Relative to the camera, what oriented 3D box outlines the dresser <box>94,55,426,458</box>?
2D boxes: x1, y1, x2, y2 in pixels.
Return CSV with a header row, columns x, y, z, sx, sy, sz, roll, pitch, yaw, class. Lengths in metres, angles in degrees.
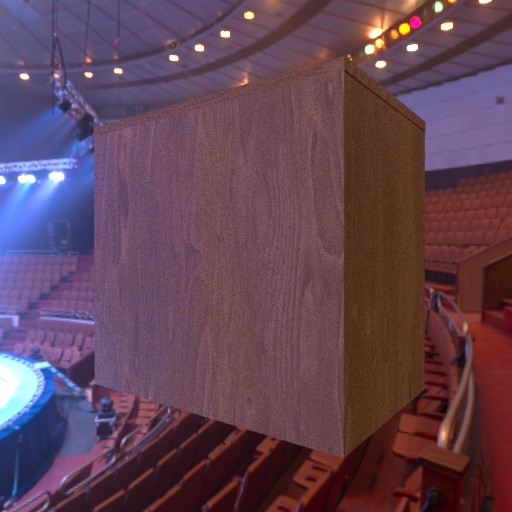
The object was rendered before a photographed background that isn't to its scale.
x,y,z,sx,sy,sz,roll,pitch,yaw,class
0.000,0.000,1.292,0.809,0.762,0.529,0,0,37,dresser
